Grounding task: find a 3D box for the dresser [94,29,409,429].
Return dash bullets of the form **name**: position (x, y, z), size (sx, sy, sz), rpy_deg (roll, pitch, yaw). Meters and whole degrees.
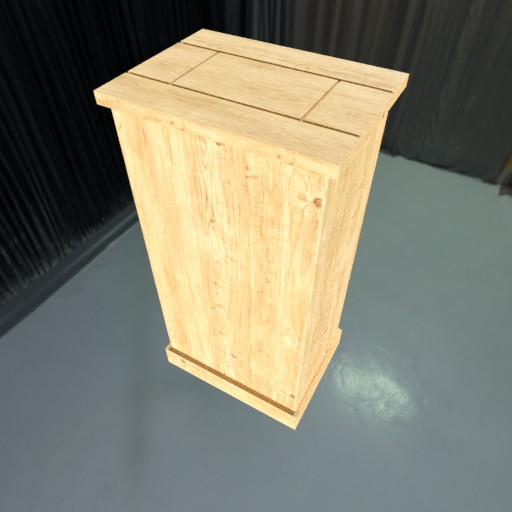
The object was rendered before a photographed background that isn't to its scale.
- **dresser**: position (0.000, 0.000, 1.294), size (0.531, 1.041, 0.390), rpy_deg (22, 50, 20)
